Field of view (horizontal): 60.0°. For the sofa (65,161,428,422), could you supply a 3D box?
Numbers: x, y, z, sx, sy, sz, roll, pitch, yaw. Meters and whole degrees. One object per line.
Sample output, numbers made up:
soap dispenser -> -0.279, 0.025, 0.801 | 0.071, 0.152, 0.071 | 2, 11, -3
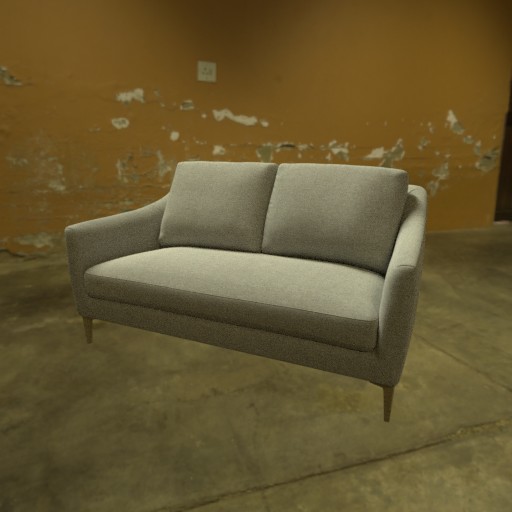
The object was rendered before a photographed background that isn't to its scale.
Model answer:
sofa -> 0.000, 0.000, 2.213 | 1.619, 0.904, 0.960 | 7, 15, 26
